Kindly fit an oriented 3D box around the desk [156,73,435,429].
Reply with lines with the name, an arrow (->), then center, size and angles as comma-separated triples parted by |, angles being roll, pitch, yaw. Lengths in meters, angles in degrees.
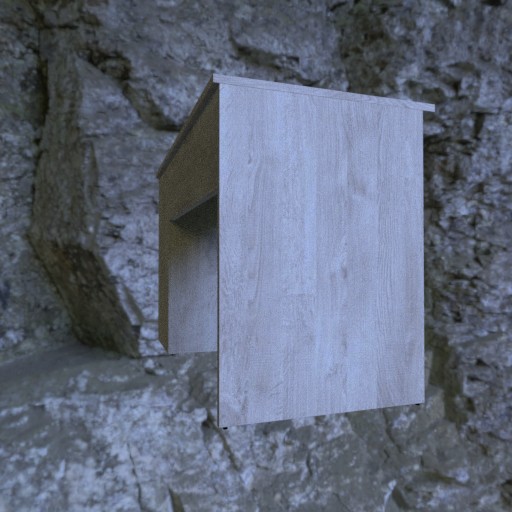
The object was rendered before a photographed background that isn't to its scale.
desk -> 0.000, 0.000, 1.518 | 0.560, 0.735, 1.097 | 0, -1, -19
